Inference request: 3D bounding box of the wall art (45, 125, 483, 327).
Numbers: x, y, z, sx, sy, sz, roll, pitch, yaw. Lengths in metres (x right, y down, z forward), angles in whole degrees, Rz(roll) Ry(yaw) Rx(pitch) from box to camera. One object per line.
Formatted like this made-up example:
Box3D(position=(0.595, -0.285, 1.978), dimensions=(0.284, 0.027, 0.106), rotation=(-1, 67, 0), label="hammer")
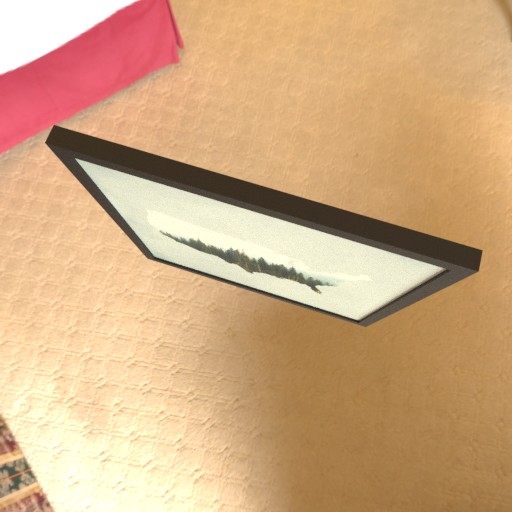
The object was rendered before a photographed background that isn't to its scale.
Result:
Box3D(position=(0.000, 0.000, 1.115), dimensions=(0.763, 0.763, 0.038), rotation=(17, 75, 5), label="wall art")
